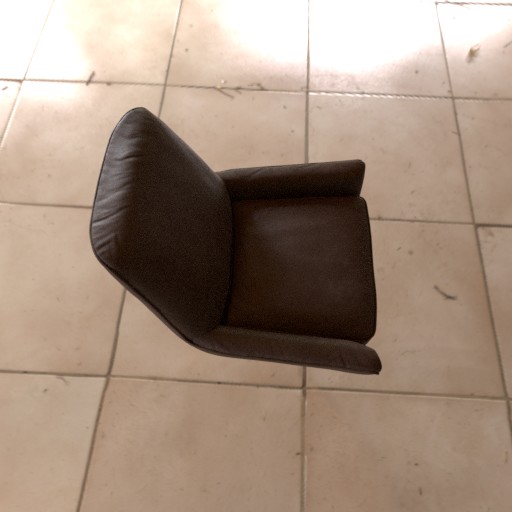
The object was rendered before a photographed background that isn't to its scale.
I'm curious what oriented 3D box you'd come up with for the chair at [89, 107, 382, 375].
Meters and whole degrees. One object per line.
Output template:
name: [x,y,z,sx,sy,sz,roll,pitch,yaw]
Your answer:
chair: [0.000,0.000,1.524,0.824,0.888,0.787,2,65,1]
